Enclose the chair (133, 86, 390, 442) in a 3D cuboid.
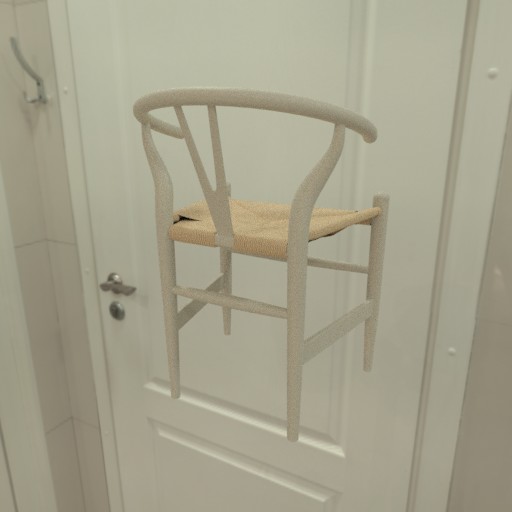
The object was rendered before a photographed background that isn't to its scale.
[{"bbox_3d":[0.000,0.000,1.070,0.533,0.736,0.500,9,19,27],"label":"chair"}]
